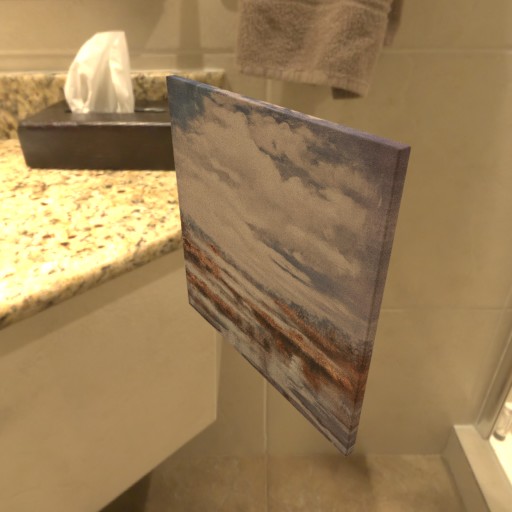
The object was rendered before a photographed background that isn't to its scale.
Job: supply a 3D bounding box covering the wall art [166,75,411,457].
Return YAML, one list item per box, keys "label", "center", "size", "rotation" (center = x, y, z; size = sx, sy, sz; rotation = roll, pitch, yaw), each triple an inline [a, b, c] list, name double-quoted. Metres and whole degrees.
- label: "wall art"
  center: [0.000, 0.000, 1.329]
  size: [0.035, 0.897, 0.888]
  rotation: [-22, 38, -31]
